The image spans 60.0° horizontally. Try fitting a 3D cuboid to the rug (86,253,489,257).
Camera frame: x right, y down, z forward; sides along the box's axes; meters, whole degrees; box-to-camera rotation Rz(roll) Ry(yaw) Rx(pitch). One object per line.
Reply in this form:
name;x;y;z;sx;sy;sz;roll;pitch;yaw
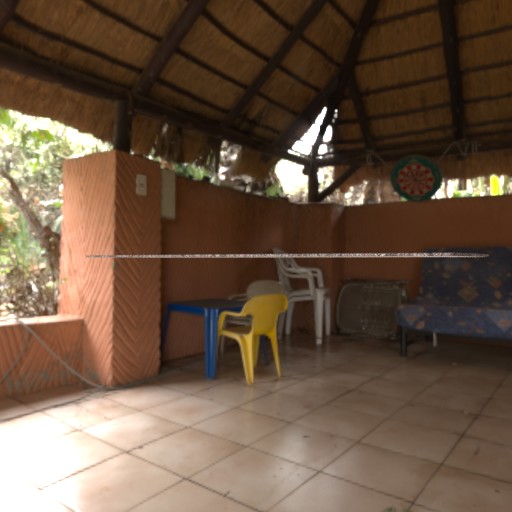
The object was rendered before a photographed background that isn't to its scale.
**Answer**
rug;0.000;0.000;2.549;2.305;0.013;0.719;0;0;36
